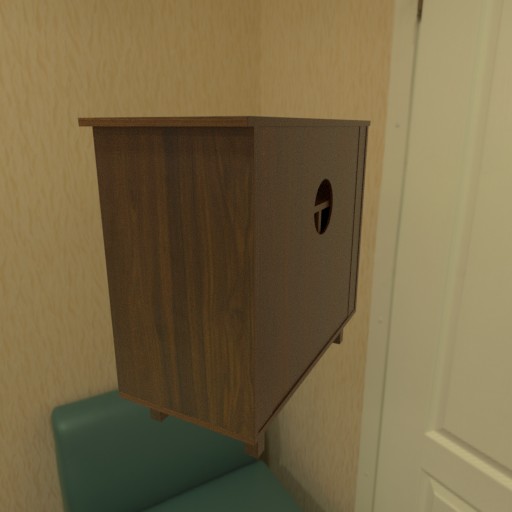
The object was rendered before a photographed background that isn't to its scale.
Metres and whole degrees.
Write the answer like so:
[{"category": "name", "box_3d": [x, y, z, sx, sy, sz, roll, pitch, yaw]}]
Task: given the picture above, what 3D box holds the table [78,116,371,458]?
[{"category": "table", "box_3d": [0.000, 0.000, 1.232, 0.390, 0.725, 0.802, 8, 18, 26]}]
